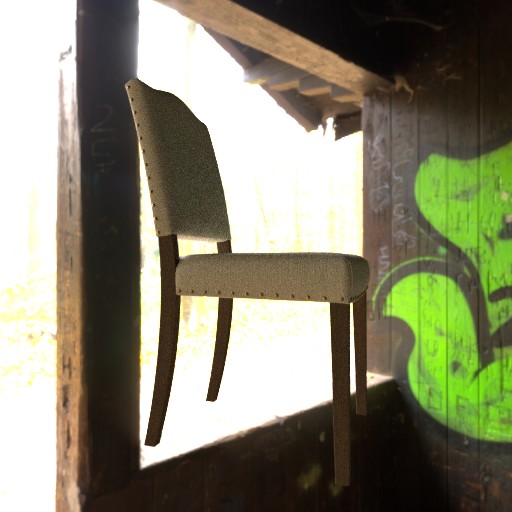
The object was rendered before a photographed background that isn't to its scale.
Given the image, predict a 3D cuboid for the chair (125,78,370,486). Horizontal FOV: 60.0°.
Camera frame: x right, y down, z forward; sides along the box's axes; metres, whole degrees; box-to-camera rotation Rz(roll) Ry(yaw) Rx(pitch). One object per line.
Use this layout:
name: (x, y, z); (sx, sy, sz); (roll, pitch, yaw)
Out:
chair: (0.000, 0.000, 1.305); (0.619, 1.015, 0.508); (0, 0, 18)
